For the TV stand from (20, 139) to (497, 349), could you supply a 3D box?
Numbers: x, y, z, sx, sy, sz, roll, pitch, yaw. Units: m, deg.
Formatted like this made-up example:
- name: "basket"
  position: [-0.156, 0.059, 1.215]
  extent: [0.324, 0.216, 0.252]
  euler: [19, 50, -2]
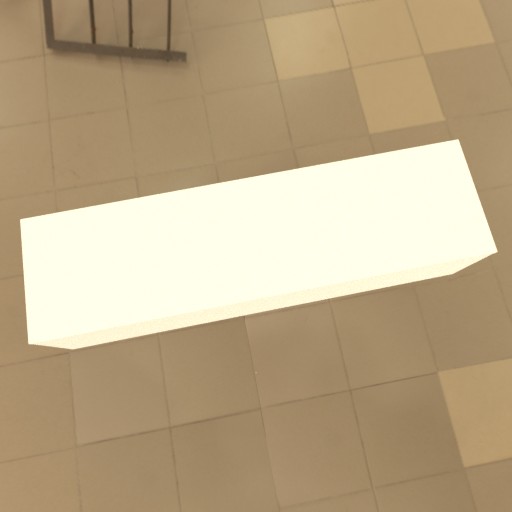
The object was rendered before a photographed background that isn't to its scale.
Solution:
- name: "TV stand"
  position: [0.000, 0.000, 1.615]
  extent: [1.398, 0.560, 0.401]
  euler: [-11, 76, -3]
